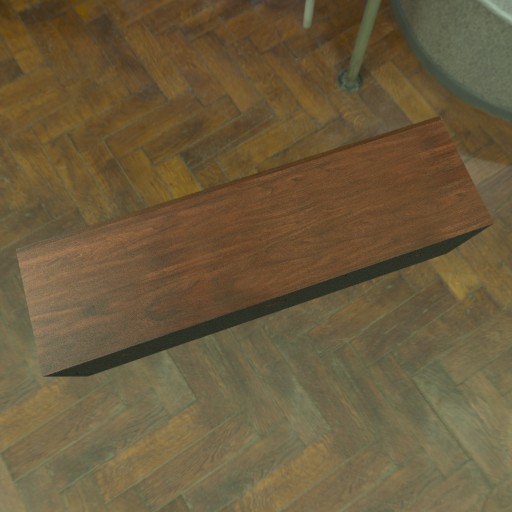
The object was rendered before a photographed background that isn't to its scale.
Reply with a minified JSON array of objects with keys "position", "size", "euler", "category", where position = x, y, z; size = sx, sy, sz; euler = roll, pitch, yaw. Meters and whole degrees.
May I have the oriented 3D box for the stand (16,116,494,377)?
[{"position":[0.000,0.000,1.859],"size":[1.626,0.610,0.481],"euler":[-18,76,-5],"category":"stand"}]
